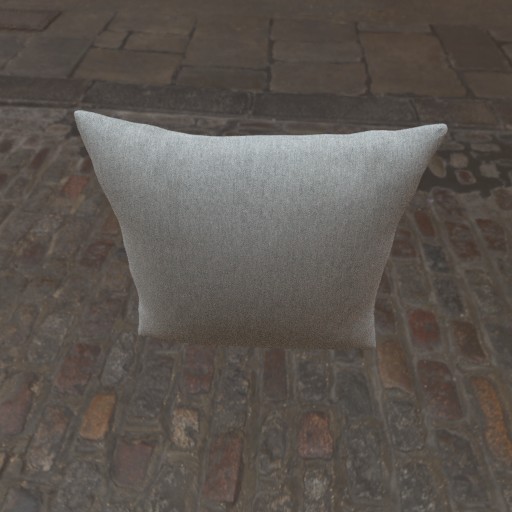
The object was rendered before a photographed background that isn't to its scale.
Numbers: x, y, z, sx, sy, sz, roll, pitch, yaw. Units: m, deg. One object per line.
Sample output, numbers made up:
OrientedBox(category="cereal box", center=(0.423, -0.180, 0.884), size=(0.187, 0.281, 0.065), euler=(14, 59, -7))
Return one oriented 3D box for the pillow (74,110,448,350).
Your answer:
OrientedBox(category="pillow", center=(0.000, 0.000, 0.659), size=(0.433, 0.436, 0.173), euler=(3, 46, 3))
